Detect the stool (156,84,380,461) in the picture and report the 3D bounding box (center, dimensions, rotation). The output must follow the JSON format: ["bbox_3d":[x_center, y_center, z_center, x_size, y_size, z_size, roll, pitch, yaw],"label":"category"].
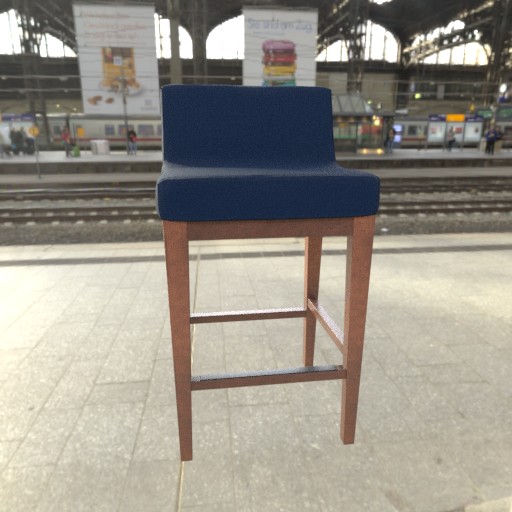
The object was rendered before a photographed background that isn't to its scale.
[{"bbox_3d":[0.000,0.000,1.253,0.511,0.945,0.516,-2,15,-8],"label":"stool"}]
